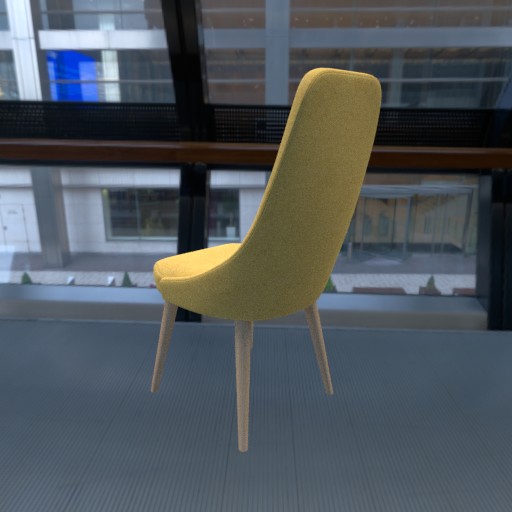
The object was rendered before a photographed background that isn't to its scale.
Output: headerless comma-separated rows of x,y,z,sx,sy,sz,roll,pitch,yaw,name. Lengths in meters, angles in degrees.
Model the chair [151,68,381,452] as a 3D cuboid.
0.000,0.000,1.407,0.510,1.040,0.660,-15,22,-42,chair
